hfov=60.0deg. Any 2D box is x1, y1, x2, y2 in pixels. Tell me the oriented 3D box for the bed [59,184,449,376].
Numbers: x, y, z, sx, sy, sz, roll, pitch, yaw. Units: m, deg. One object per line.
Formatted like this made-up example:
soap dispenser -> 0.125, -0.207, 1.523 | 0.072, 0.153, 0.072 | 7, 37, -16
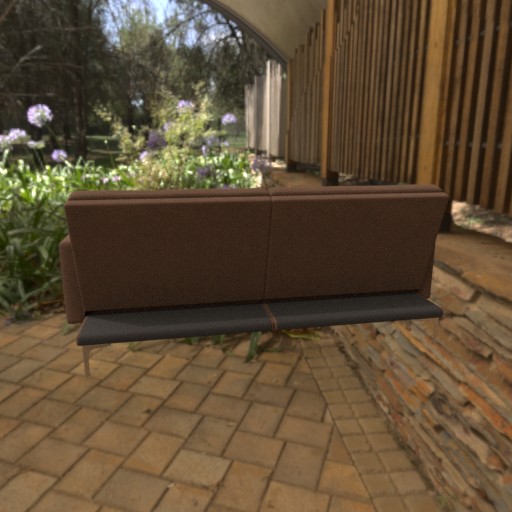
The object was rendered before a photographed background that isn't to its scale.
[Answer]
bed -> 0.000, 0.000, 2.395 | 1.905, 0.787, 0.889 | -3, 14, -11
